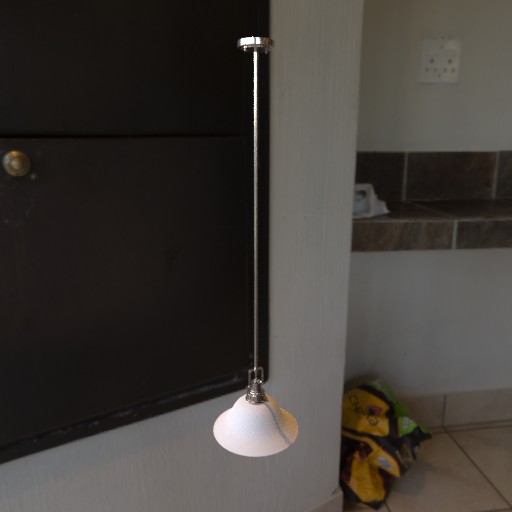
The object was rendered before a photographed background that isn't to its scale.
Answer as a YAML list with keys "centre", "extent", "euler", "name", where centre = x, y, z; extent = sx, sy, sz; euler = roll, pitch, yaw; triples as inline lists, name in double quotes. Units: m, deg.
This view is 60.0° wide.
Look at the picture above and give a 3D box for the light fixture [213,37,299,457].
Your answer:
- centre: [0.000, 0.000, 1.522]
  extent: [0.324, 1.354, 0.324]
  euler: [-7, 16, -25]
  name: "light fixture"
